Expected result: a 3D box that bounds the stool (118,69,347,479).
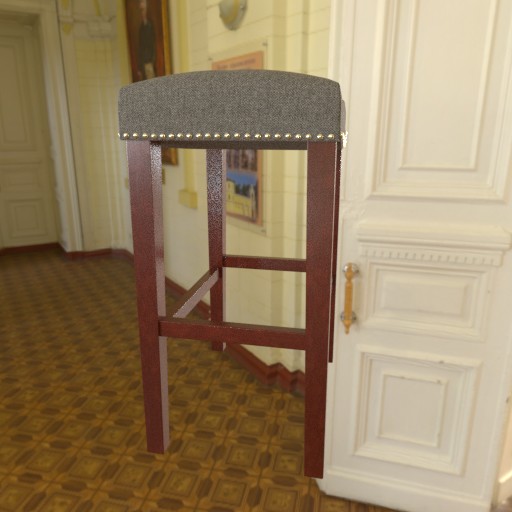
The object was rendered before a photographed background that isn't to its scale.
[{"bbox_3d":[0.000,0.000,1.011,0.372,0.742,0.504,3,17,11],"label":"stool"}]
